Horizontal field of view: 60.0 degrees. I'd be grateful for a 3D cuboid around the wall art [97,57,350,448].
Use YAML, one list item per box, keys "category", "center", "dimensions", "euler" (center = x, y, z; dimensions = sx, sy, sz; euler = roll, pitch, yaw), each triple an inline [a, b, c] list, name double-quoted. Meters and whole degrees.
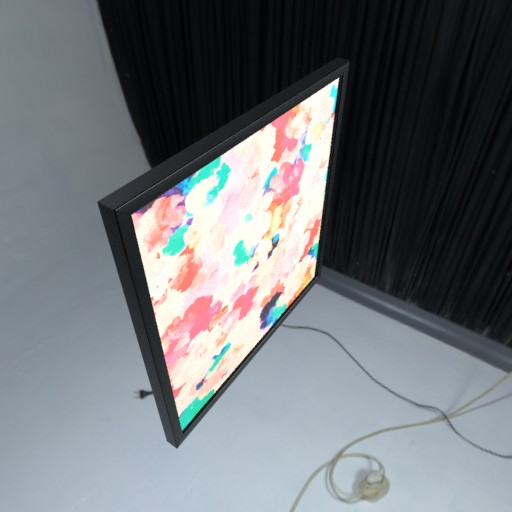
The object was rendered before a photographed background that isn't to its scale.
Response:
- category: "wall art"
  center: [0.000, 0.000, 1.121]
  dimensions: [0.036, 0.755, 0.756]
  euler: [25, 48, 25]
